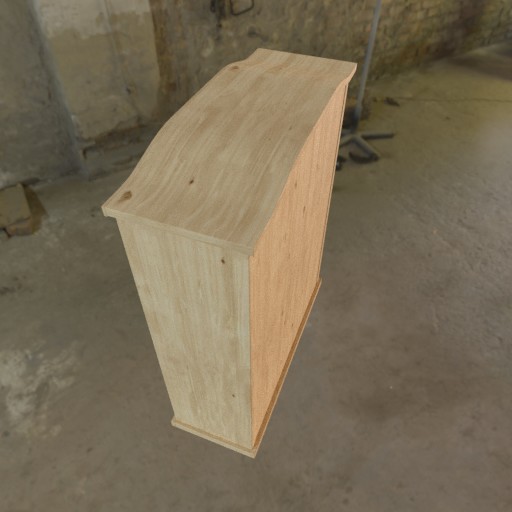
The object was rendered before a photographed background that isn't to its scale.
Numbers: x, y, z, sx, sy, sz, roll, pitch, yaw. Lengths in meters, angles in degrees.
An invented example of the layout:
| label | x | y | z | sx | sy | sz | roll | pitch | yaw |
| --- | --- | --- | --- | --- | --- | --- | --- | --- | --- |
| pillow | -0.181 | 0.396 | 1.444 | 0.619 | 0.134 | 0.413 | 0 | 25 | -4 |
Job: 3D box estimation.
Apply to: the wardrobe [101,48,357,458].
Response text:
| label | x | y | z | sx | sy | sz | roll | pitch | yaw |
| --- | --- | --- | --- | --- | --- | --- | --- | --- | --- |
| wardrobe | 0.000 | 0.000 | 2.563 | 0.570 | 1.870 | 1.500 | 16 | 48 | 15 |
